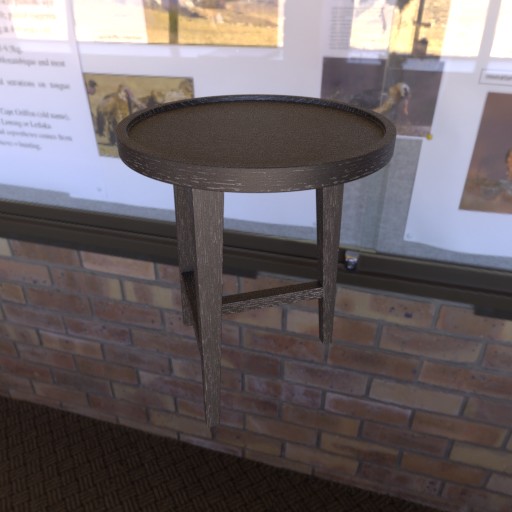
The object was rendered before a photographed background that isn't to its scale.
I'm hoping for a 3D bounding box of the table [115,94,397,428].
[{"bbox_3d":[0.000,0.000,0.768,0.399,0.460,0.399,0,31,0],"label":"table"}]
